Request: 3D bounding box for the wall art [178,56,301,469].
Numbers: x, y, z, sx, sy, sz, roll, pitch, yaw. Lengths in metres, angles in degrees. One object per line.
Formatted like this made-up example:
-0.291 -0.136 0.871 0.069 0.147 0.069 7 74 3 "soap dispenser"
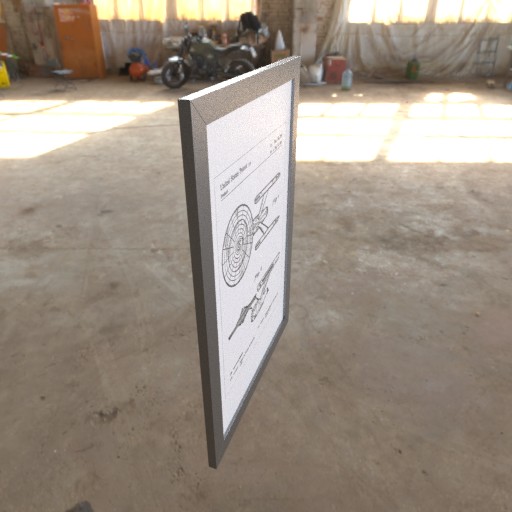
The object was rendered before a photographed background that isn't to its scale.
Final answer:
0.000 0.000 0.683 0.013 0.529 0.376 10 32 17 "wall art"
